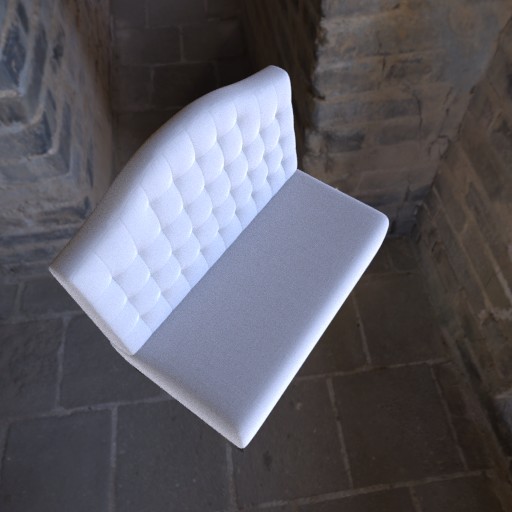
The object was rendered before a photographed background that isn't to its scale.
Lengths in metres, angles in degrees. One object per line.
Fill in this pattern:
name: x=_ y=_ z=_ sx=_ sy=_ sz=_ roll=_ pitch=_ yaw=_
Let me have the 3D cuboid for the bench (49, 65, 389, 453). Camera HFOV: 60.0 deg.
bench: x=0.000 y=0.000 z=2.017 sx=0.815 sy=1.180 sz=1.335 roll=31 pitch=64 yaw=18
